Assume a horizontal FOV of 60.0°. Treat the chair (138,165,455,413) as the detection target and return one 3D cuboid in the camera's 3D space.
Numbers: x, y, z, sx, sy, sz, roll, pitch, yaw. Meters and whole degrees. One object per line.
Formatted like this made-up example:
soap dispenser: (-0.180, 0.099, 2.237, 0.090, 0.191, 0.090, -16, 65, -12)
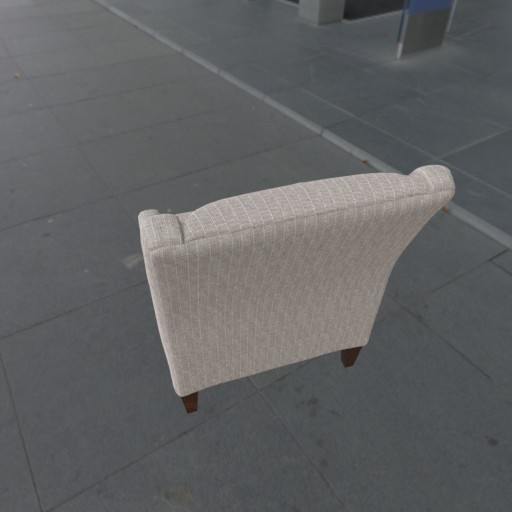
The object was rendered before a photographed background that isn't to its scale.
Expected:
chair: (0.000, 0.000, 1.599, 0.774, 1.014, 0.870, -12, 43, -13)
